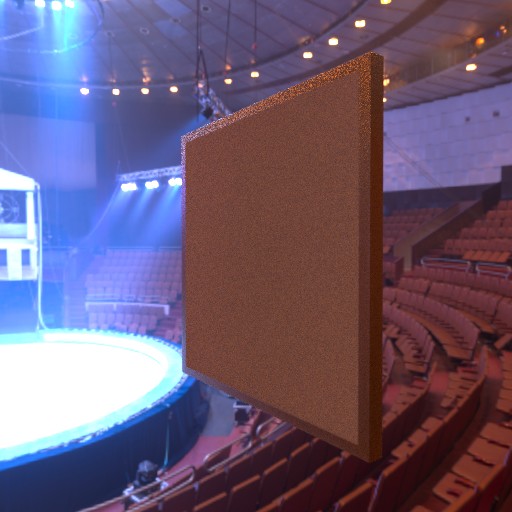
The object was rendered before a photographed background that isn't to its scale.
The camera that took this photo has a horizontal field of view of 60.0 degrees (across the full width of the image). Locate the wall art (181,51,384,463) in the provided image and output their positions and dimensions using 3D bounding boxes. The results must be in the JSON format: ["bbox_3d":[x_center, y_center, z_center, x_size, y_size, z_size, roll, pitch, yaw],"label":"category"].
[{"bbox_3d":[0.000,0.000,1.135,0.037,0.760,0.762,-1,1,-36],"label":"wall art"}]
